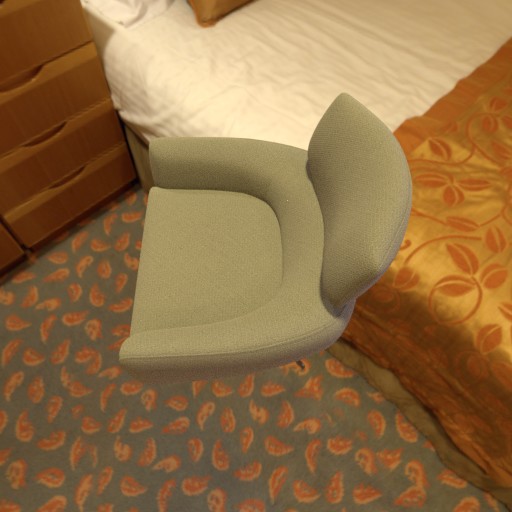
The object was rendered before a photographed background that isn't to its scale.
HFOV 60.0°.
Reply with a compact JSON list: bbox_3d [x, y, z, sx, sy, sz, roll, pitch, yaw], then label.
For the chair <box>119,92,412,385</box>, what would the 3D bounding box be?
[{"bbox_3d":[0.000,0.000,1.366,0.730,0.810,0.760,-1,58,-1],"label":"chair"}]
